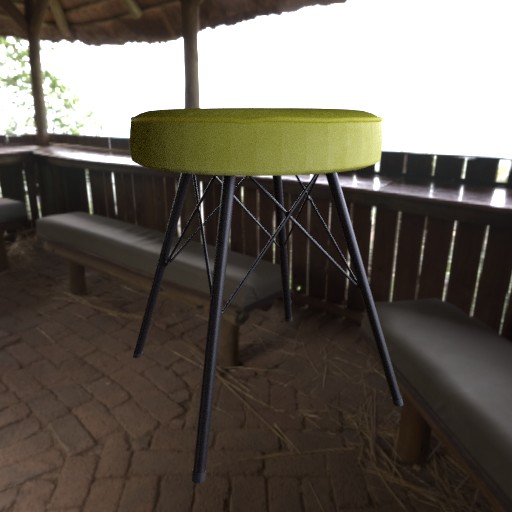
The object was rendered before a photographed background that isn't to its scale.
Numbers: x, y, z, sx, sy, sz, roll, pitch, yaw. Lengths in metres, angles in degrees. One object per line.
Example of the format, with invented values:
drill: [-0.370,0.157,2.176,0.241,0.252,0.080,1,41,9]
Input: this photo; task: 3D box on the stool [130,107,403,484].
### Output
stool: [0.000,0.000,0.805,0.409,0.508,0.409,-9,20,-26]
